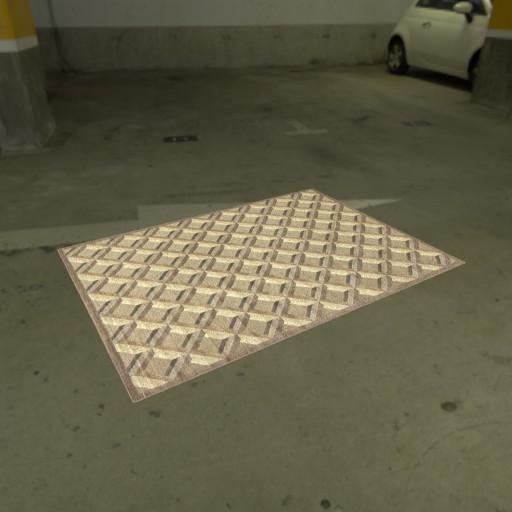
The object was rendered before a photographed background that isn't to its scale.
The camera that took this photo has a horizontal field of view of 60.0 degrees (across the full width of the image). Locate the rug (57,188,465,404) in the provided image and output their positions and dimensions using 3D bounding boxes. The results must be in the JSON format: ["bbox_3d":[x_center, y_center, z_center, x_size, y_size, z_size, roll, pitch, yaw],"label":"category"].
[{"bbox_3d":[0.000,0.000,4.395,3.294,0.018,2.382,-17,33,-28],"label":"rug"}]
